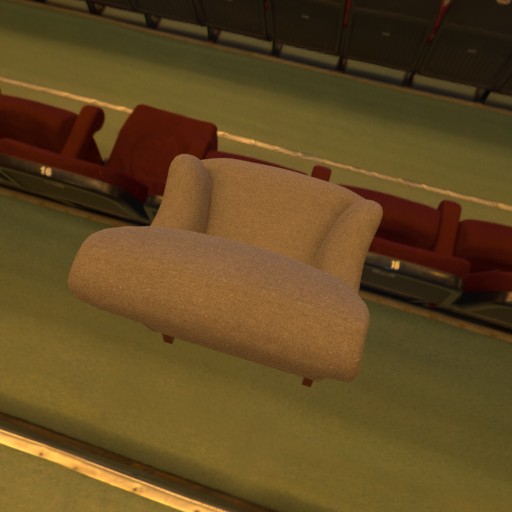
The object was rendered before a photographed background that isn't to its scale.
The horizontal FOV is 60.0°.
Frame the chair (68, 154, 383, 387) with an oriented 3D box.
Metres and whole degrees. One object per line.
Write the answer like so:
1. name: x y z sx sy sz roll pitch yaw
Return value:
1. chair: 0.000 0.000 1.568 0.766 0.942 0.843 15 65 7
